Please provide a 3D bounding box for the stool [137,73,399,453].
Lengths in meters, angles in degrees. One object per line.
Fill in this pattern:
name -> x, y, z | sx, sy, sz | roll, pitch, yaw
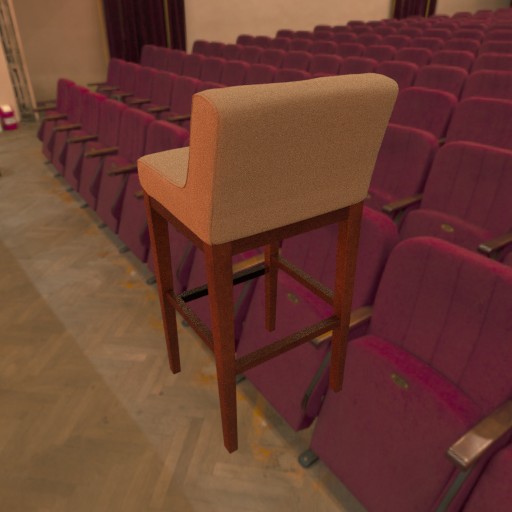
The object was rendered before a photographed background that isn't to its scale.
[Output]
stool -> 0.000, 0.000, 1.336 | 0.511, 1.037, 0.500 | -18, 34, -29
